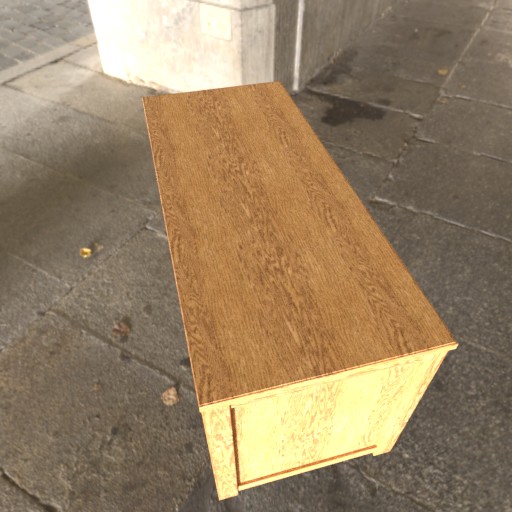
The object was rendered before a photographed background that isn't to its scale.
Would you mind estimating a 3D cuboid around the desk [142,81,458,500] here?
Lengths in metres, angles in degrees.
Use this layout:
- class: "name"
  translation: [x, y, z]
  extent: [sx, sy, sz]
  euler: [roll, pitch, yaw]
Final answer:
- class: "desk"
  translation: [0.000, 0.000, 1.873]
  extent: [0.685, 0.751, 1.567]
  euler: [-11, 47, -10]
